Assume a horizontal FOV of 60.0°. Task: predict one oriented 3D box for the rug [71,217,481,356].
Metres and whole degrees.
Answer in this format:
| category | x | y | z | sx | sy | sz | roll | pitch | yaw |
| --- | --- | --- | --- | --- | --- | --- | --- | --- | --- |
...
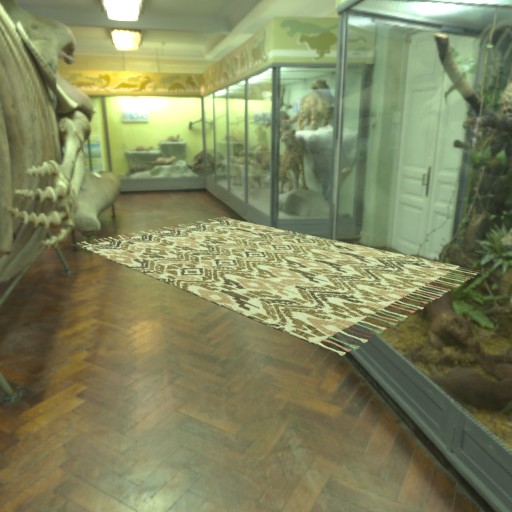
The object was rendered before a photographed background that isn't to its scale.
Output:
| category | x | y | z | sx | sy | sz | roll | pitch | yaw |
| --- | --- | --- | --- | --- | --- | --- | --- | --- | --- |
| rug | 0.000 | 0.000 | 3.017 | 1.524 | 0.008 | 2.438 | -15 | 22 | -43 |
